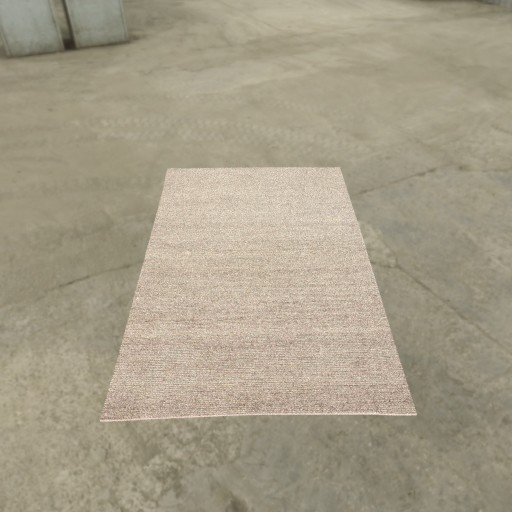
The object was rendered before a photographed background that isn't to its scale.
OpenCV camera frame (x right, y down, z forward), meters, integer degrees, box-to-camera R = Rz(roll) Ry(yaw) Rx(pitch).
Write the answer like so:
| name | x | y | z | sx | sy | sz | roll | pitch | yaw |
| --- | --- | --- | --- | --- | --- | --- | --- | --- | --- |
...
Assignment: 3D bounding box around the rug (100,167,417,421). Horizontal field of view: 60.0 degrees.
| name | x | y | z | sx | sy | sz | roll | pitch | yaw |
| --- | --- | --- | --- | --- | --- | --- | --- | --- | --- |
| rug | 0.000 | 0.000 | 2.278 | 1.154 | 0.021 | 1.792 | 0 | 41 | -1 |
